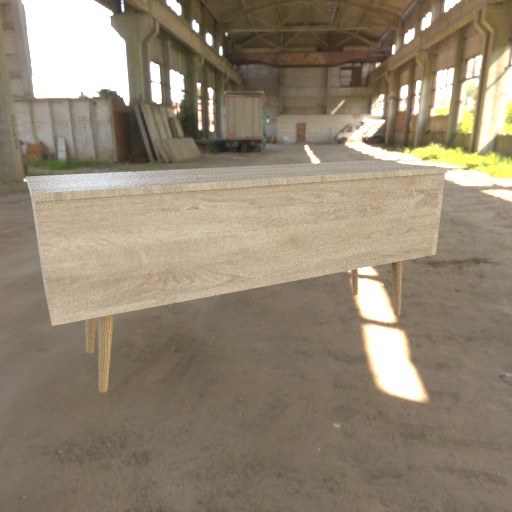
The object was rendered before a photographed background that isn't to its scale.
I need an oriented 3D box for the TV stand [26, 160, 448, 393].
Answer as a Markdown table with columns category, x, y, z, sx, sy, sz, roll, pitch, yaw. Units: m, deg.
| category | x | y | z | sx | sy | sz | roll | pitch | yaw |
| --- | --- | --- | --- | --- | --- | --- | --- | --- | --- |
| TV stand | 0.000 | 0.000 | 1.503 | 1.313 | 0.565 | 0.401 | -9 | 19 | -27 |
